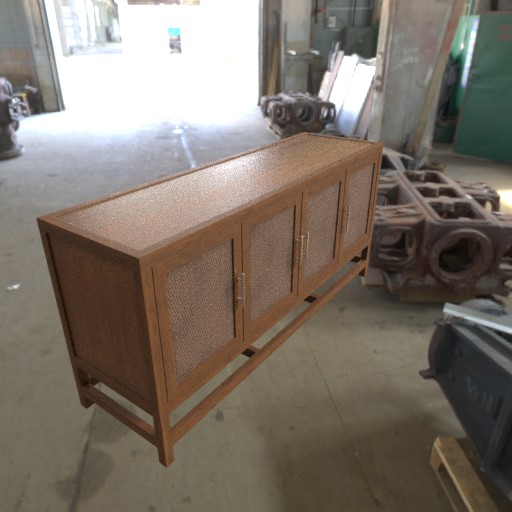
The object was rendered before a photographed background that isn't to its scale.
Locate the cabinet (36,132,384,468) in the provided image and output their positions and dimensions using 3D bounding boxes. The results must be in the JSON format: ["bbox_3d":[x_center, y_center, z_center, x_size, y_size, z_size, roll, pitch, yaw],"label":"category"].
[{"bbox_3d":[0.000,0.000,2.101,0.522,0.820,1.708,18,32,32],"label":"cabinet"}]
